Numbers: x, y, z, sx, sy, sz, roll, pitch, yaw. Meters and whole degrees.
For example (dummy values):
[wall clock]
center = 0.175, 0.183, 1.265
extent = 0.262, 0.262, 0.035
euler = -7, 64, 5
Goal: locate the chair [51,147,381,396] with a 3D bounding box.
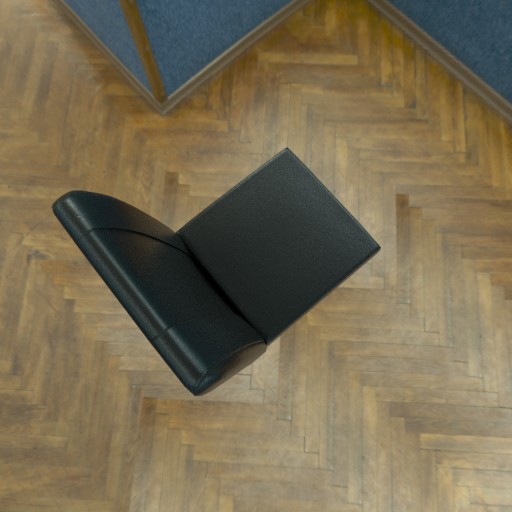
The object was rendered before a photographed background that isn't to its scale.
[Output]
[chair]
center = 0.000, 0.000, 1.139
extent = 0.556, 0.897, 0.399
euler = -39, 79, -9
